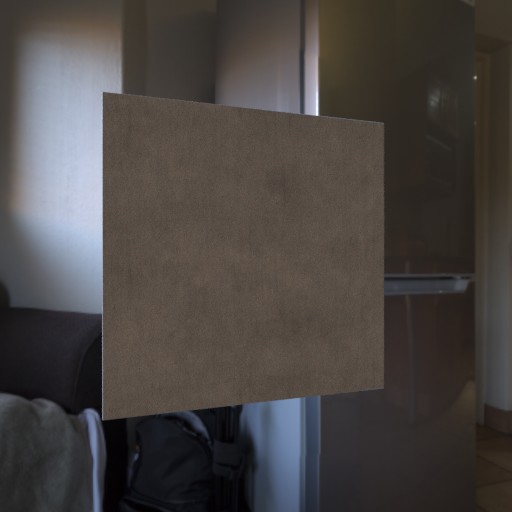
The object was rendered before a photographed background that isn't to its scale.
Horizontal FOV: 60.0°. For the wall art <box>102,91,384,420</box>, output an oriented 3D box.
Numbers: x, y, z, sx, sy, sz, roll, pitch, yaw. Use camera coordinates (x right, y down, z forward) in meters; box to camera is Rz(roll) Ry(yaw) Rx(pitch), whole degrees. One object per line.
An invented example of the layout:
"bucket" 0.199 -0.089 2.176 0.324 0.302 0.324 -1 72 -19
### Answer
"wall art" 0.000 0.000 0.695 0.455 0.453 0.023 0 0 -19
